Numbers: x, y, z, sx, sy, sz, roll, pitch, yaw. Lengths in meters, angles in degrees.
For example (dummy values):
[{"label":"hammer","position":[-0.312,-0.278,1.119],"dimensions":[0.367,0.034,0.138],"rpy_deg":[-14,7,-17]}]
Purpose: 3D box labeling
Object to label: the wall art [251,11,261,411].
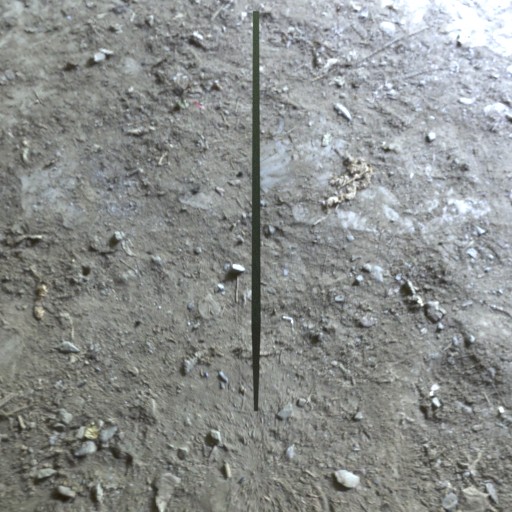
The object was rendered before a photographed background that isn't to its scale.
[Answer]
[{"label":"wall art","position":[0.000,0.000,1.425],"dimensions":[0.016,1.116,0.810],"rpy_deg":[0,64,0]}]
